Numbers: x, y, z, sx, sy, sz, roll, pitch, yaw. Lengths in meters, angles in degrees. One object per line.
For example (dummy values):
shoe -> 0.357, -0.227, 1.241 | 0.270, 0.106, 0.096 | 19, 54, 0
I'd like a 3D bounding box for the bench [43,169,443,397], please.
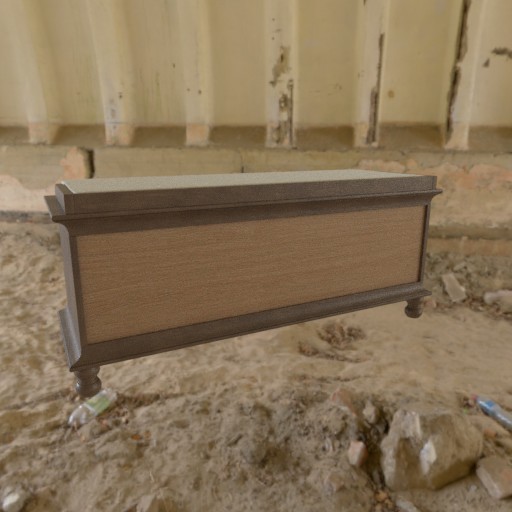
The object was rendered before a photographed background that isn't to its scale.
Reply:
bench -> 0.000, 0.000, 1.428 | 1.185, 0.501, 0.402 | -7, 16, -26
